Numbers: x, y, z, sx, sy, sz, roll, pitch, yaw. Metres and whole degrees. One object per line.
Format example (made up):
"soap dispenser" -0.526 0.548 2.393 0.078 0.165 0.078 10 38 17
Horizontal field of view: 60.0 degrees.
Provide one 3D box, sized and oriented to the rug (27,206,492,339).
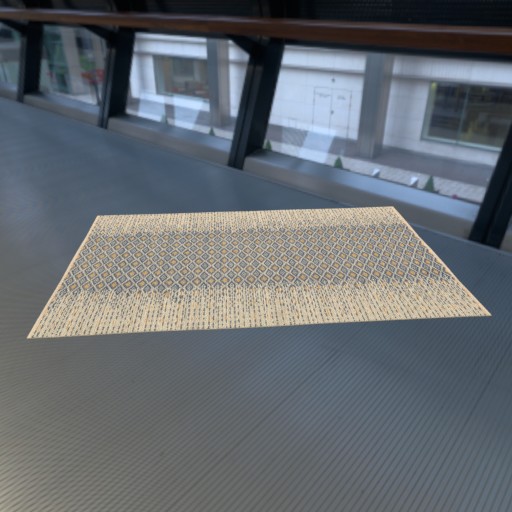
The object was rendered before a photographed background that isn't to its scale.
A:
"rug" 0.000 0.000 2.994 2.448 0.008 1.541 -2 29 -4
